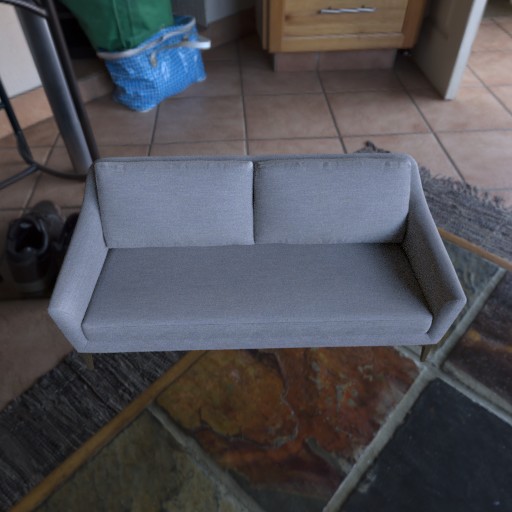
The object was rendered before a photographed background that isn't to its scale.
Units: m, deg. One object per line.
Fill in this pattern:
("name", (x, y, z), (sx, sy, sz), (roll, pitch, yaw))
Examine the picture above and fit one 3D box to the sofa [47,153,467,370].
("sofa", (0.000, 0.000, 2.560), (2.036, 0.913, 0.980), (-1, 46, -1))
